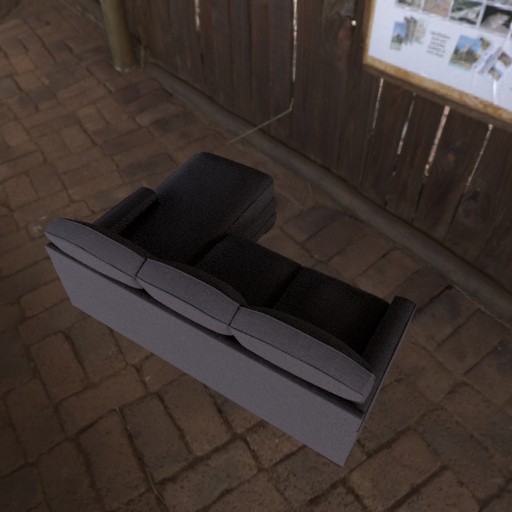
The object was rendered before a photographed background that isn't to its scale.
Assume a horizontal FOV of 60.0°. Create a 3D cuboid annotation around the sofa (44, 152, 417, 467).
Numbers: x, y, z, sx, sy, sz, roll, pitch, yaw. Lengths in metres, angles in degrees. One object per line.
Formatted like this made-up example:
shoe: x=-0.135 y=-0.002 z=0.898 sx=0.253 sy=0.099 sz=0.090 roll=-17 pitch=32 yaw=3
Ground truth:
sofa: x=0.000 y=0.000 z=3.338 sx=2.370 sy=0.973 sz=1.790 roll=24 pitch=51 yaw=21
